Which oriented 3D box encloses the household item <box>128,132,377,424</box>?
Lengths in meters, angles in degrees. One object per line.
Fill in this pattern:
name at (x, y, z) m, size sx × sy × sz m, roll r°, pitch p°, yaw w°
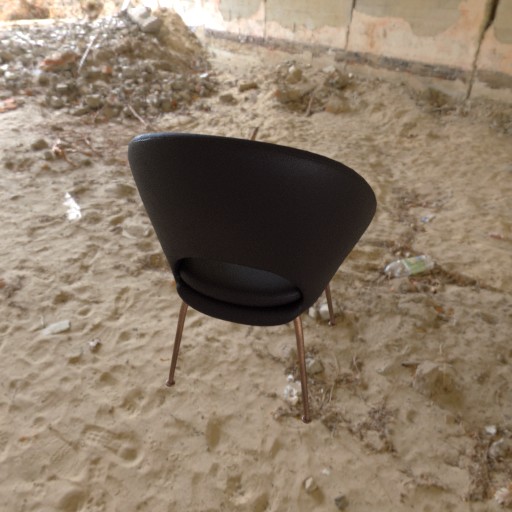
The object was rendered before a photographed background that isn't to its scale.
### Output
household item at (0.000, 0.000, 1.281) m, size 0.623 × 0.852 × 0.573 m, roll 10°, pitch 33°, yaw 15°
